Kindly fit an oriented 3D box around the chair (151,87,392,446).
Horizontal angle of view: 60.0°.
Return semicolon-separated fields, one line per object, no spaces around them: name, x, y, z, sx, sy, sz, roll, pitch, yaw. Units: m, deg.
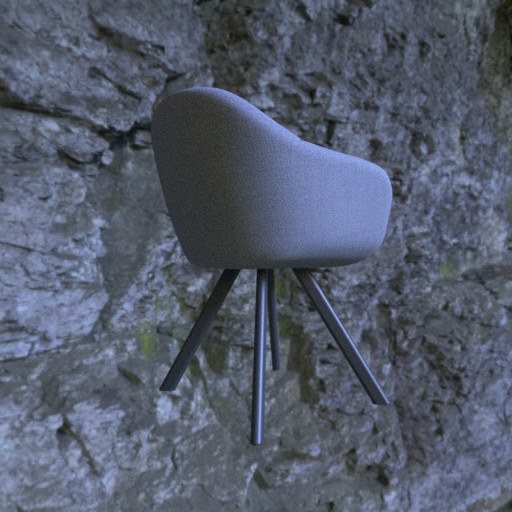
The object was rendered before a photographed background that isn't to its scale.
chair;0.000;0.000;1.229;0.550;0.795;0.590;0;0;-36
